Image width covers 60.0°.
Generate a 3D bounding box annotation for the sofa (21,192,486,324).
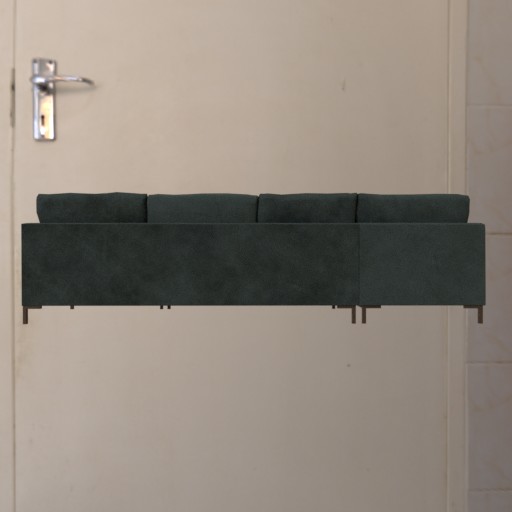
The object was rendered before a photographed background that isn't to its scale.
[{"bbox_3d":[0.000,0.000,3.938,3.400,0.967,1.500,0,1,0],"label":"sofa"}]
